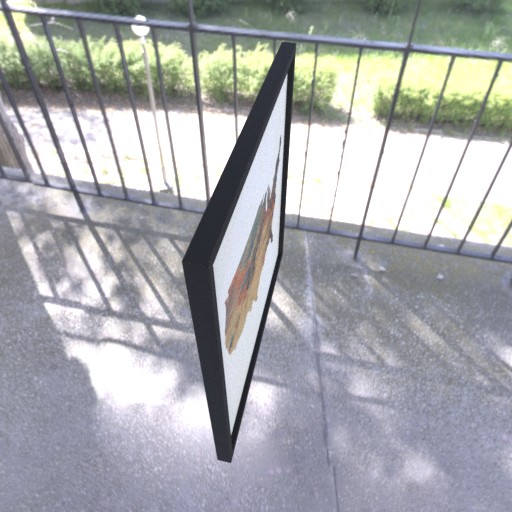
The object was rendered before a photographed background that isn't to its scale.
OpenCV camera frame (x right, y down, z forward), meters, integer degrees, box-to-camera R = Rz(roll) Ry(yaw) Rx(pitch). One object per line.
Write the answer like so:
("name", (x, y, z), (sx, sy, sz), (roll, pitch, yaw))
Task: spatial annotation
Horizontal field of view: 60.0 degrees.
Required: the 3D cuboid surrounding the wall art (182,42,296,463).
("wall art", (0.000, 0.000, 0.448), (0.015, 0.303, 0.304), (9, 47, 8))
